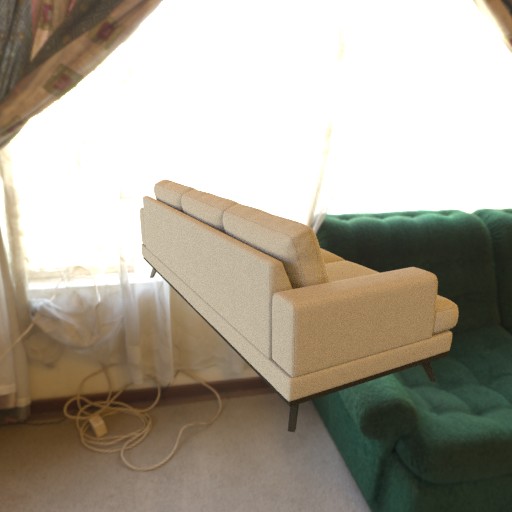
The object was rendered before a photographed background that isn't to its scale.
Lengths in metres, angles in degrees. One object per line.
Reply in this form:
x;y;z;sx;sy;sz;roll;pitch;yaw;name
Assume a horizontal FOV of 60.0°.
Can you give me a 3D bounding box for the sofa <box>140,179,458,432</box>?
0.000;0.000;2.790;0.920;0.810;2.310;-8;18;-26;sofa
